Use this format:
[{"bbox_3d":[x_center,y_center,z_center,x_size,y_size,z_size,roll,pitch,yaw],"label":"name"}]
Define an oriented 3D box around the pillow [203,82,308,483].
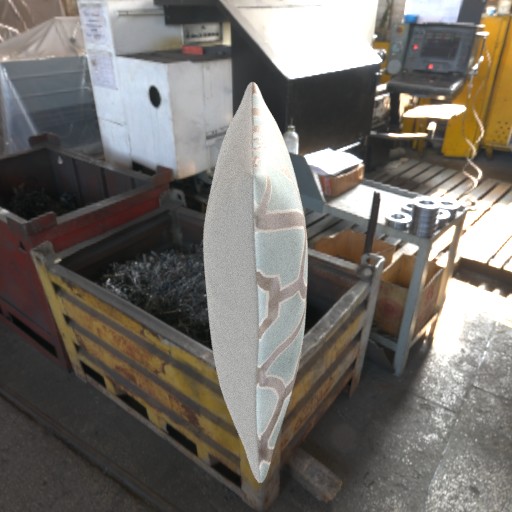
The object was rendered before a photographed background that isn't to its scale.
[{"bbox_3d":[0.000,0.000,0.804,0.166,0.508,0.552,0,31,0],"label":"pillow"}]
